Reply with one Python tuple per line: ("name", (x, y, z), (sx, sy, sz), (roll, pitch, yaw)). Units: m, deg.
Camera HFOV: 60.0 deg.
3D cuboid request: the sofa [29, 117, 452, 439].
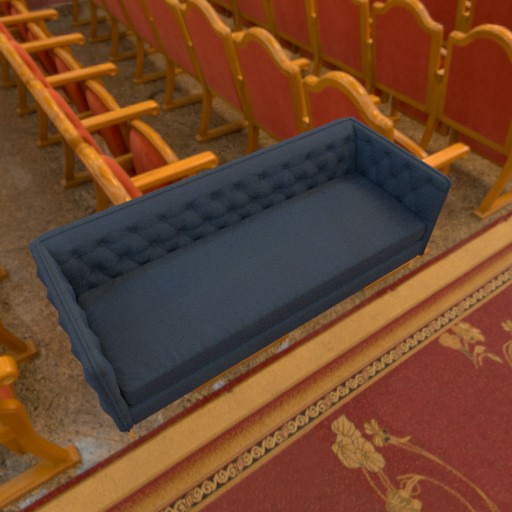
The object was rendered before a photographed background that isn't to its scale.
("sofa", (0.000, 0.000, 2.634), (2.209, 0.771, 0.895), (-26, 52, -23))
